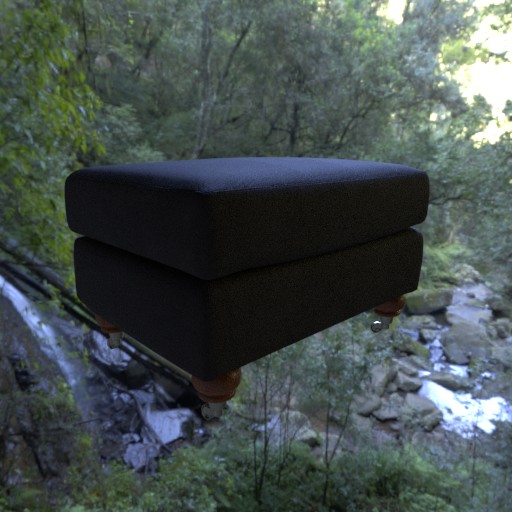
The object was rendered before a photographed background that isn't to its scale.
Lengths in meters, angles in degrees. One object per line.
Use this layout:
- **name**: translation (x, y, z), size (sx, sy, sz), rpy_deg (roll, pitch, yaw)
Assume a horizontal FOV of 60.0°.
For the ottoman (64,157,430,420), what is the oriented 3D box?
- **ottoman**: translation (0.000, 0.000, 1.151), size (0.773, 0.497, 0.574), rpy_deg (-13, 19, -41)
